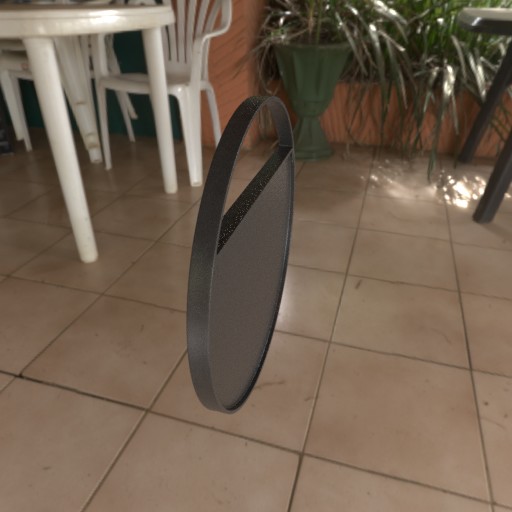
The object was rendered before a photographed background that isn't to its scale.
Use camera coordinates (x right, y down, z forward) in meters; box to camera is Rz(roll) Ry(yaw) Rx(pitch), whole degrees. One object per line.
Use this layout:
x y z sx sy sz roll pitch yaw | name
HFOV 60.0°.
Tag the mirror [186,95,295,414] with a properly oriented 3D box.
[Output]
0.000 0.000 0.830 0.032 0.565 0.565 8 32 14 | mirror
